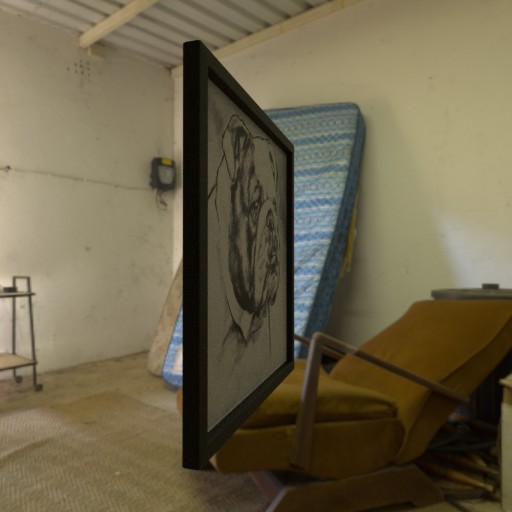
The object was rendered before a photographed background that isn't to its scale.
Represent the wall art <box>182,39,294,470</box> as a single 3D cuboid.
[{"bbox_3d":[0.000,0.000,0.684,0.022,0.453,0.456,0,-1,17],"label":"wall art"}]
